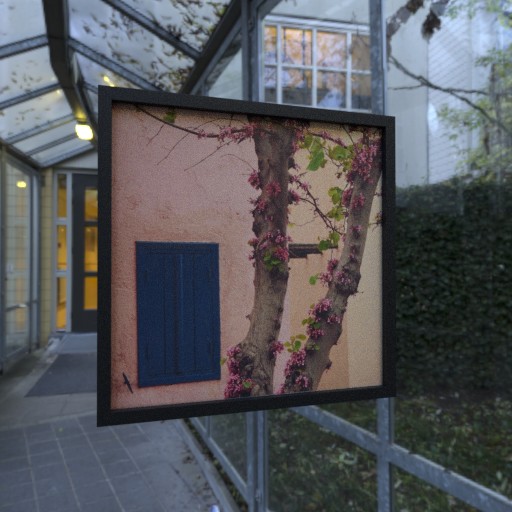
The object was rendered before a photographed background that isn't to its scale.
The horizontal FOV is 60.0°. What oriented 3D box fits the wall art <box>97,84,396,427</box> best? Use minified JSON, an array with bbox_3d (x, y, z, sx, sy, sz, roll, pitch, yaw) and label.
[{"bbox_3d":[0.000,0.000,0.454,0.305,0.304,0.038,0,-1,-17],"label":"wall art"}]
